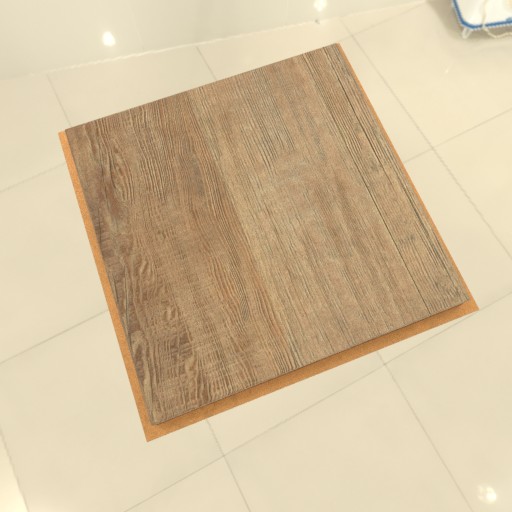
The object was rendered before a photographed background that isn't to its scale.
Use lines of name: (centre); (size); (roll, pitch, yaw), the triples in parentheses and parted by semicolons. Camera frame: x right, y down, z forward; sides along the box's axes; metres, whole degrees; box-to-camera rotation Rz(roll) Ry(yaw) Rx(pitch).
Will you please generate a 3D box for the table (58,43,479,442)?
table: (0.000, 0.000, 1.066); (0.599, 0.584, 0.599); (-20, 75, -6)
